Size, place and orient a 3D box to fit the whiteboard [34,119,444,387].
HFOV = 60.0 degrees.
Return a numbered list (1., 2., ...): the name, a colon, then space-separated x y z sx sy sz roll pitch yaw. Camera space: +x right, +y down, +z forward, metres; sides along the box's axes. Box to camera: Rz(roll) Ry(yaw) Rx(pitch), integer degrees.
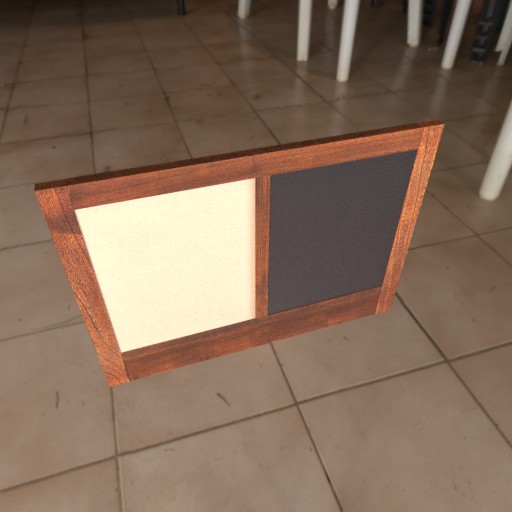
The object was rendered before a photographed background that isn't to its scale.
1. whiteboard: 0.000 0.000 1.004 0.768 0.553 0.083 -13 42 -14
